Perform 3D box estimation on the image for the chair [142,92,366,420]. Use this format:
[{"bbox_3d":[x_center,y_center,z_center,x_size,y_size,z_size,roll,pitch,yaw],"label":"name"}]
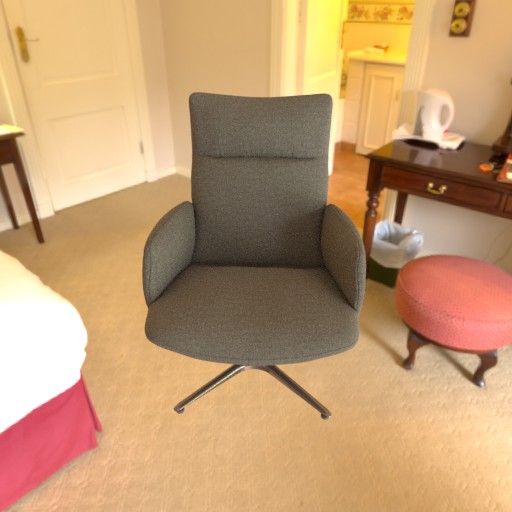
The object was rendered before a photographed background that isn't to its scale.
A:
[{"bbox_3d":[0.000,0.000,1.580,0.702,0.984,0.831,1,30,2],"label":"chair"}]
